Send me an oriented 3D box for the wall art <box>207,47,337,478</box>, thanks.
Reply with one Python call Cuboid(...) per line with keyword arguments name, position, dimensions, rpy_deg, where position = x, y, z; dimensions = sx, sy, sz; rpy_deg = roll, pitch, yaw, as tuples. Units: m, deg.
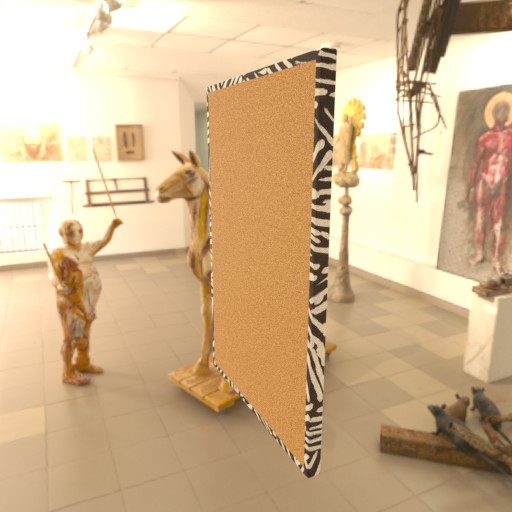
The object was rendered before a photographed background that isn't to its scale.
Cuboid(name="wall art", position=(0.000, 0.000, 1.186), dimensions=(0.035, 0.918, 0.615), rpy_deg=(-7, 15, -25))
